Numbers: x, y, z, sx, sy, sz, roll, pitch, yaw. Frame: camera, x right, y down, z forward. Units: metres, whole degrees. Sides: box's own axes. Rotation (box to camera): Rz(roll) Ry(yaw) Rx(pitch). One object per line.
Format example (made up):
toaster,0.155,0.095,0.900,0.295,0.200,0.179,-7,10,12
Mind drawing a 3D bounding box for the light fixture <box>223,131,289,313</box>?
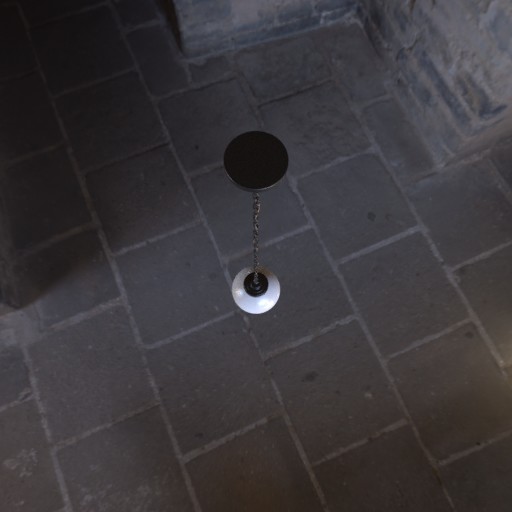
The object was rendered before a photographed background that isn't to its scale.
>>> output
light fixture,0.000,0.000,2.062,0.305,1.867,0.304,19,75,5
